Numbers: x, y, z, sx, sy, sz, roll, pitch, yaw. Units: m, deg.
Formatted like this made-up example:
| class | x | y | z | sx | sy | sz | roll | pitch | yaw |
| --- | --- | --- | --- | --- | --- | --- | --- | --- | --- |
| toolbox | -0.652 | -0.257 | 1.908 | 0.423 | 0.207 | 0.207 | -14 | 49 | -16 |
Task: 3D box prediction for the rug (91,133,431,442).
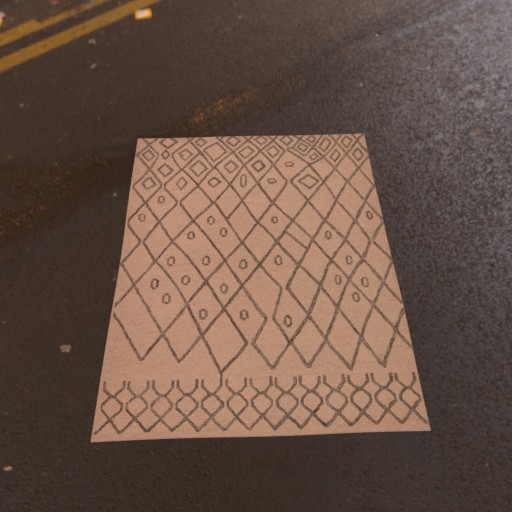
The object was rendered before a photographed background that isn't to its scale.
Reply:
| class | x | y | z | sx | sy | sz | roll | pitch | yaw |
| --- | --- | --- | --- | --- | --- | --- | --- | --- | --- |
| rug | 0.000 | 0.000 | 3.976 | 2.446 | 0.015 | 3.046 | -1 | 58 | -1 |
